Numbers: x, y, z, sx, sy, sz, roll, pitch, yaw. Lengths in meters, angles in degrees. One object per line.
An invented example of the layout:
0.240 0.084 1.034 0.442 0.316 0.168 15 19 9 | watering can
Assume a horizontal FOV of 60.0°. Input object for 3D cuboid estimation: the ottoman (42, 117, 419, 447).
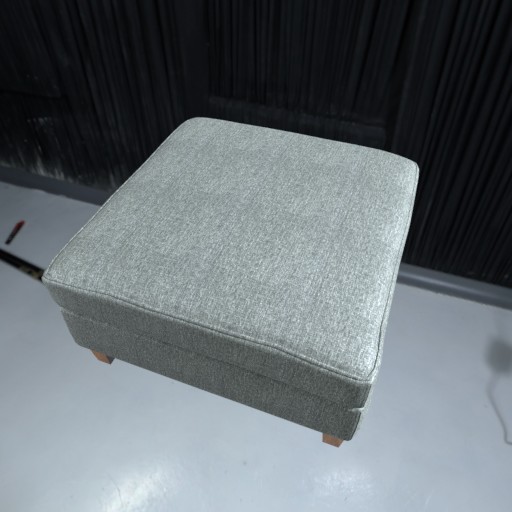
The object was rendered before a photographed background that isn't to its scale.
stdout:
0.000 0.000 1.363 0.838 0.481 0.838 15 48 14 | ottoman
